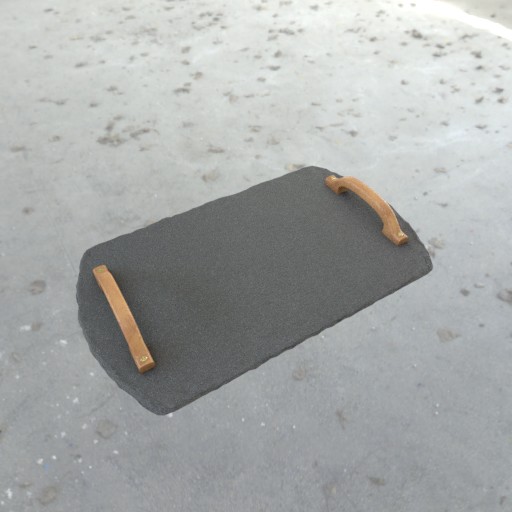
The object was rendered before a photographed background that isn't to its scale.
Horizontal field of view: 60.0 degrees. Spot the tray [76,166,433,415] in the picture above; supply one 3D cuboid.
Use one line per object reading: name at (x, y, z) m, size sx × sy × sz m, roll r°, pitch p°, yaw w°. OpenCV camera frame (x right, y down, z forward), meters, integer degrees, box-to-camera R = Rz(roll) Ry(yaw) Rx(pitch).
tray at (0.000, 0.000, 0.491) m, size 0.387 × 0.062 × 0.231 m, roll -24°, pitch 51°, yaw -21°
